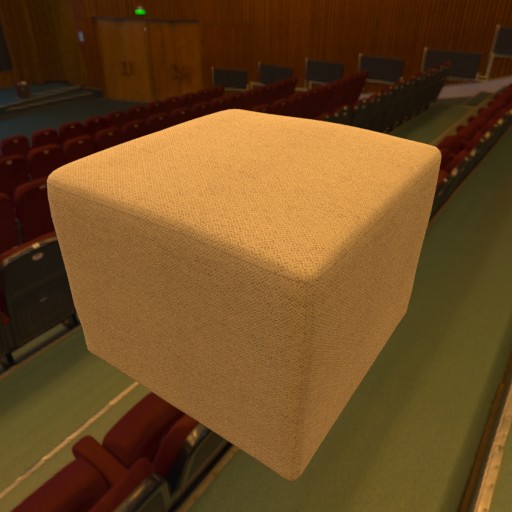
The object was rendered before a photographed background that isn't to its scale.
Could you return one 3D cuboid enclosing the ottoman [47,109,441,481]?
[{"bbox_3d":[0.000,0.000,0.872,0.512,0.453,0.521,21,38,29],"label":"ottoman"}]
